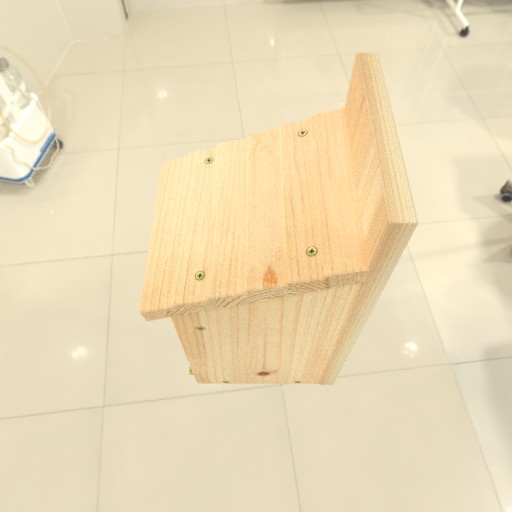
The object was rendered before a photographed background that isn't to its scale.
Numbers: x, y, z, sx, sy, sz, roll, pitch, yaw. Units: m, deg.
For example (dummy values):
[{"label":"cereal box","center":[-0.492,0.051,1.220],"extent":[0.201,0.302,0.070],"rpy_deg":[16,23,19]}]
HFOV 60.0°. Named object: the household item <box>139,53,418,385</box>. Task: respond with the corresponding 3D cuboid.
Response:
[{"label":"household item","center":[0.000,0.000,0.396],"extent":[0.171,0.300,0.149],"rpy_deg":[0,58,0]}]
